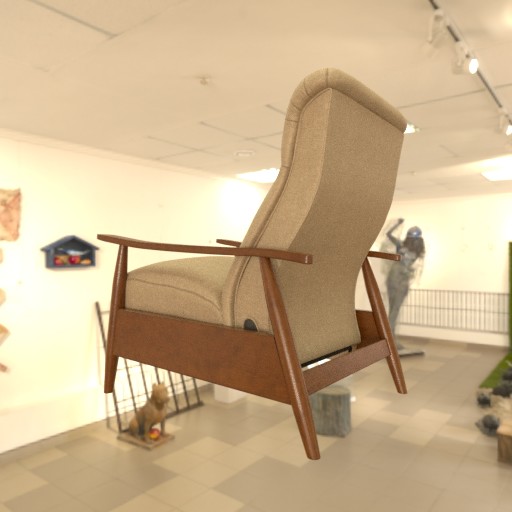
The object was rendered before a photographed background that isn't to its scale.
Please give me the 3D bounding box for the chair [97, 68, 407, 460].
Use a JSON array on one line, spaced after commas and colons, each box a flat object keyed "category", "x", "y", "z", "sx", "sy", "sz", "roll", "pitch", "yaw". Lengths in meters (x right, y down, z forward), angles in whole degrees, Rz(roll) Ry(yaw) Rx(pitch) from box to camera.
[{"category": "chair", "x": 0.000, "y": 0.000, "z": 1.755, "sx": 1.030, "sy": 1.082, "sz": 0.762, "roll": 0, "pitch": 0, "yaw": 37}]
